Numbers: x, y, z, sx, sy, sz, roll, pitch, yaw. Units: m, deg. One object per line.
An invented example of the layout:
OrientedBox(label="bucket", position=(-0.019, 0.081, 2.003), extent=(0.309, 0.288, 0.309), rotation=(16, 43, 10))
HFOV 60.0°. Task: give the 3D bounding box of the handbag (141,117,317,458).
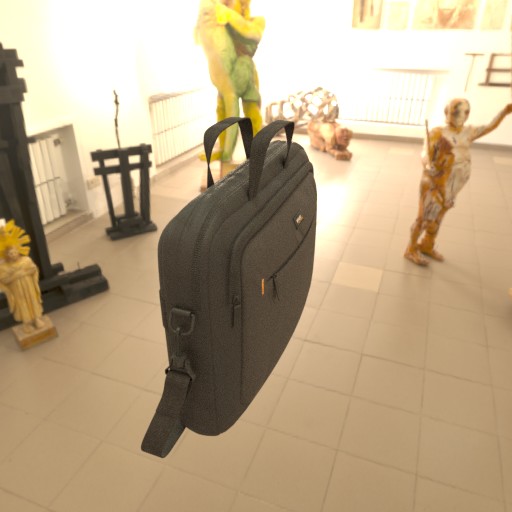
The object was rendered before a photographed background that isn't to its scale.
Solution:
OrientedBox(label="handbag", position=(0.000, 0.000, 0.424), extent=(0.089, 0.244, 0.320), rotation=(10, 30, 18))
